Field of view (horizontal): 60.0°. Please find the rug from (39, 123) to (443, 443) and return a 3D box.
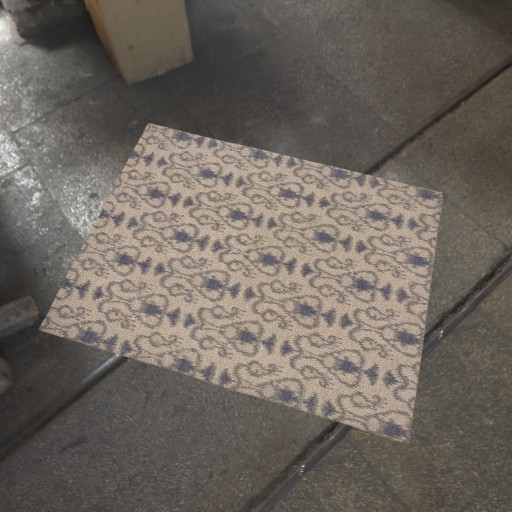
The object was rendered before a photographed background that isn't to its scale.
[{"bbox_3d":[0.000,0.000,4.144,3.205,0.015,2.437,15,65,7],"label":"rug"}]
